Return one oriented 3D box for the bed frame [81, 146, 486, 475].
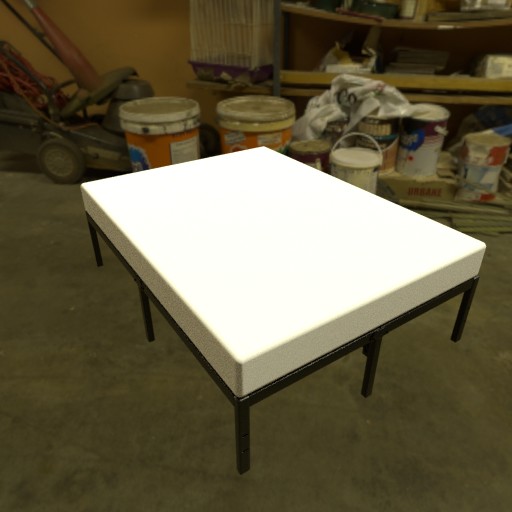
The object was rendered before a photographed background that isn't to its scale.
[{"bbox_3d":[0.000,0.000,2.830,1.557,0.659,2.072,-19,36,-29],"label":"bed frame"}]
